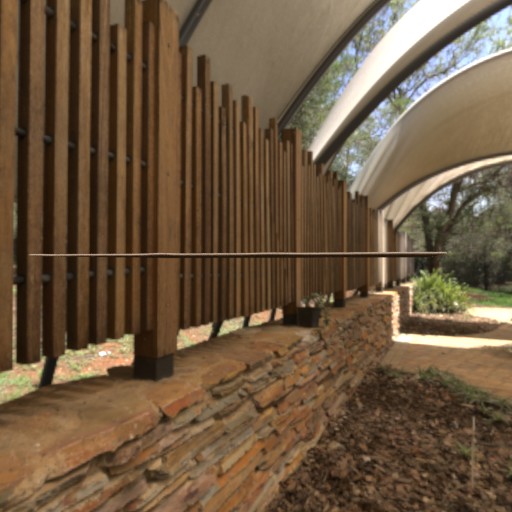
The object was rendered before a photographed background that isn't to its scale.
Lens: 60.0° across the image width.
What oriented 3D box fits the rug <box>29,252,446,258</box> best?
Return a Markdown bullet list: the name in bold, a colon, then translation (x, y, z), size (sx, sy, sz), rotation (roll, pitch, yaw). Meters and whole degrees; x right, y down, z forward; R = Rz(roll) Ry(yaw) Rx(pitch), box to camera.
- **rug**: translation (0.000, 0.000, 4.469), size (3.357, 0.019, 2.449), rotation (0, -1, 19)
